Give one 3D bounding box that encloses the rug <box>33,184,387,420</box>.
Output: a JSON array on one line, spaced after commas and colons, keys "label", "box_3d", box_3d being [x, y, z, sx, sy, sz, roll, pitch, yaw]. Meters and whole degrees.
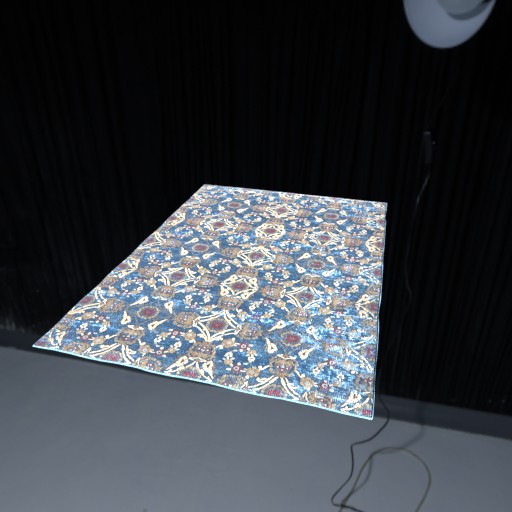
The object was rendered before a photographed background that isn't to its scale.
[{"label": "rug", "box_3d": [0.000, 0.000, 2.822, 1.567, 0.014, 2.207, 8, 31, 14]}]
